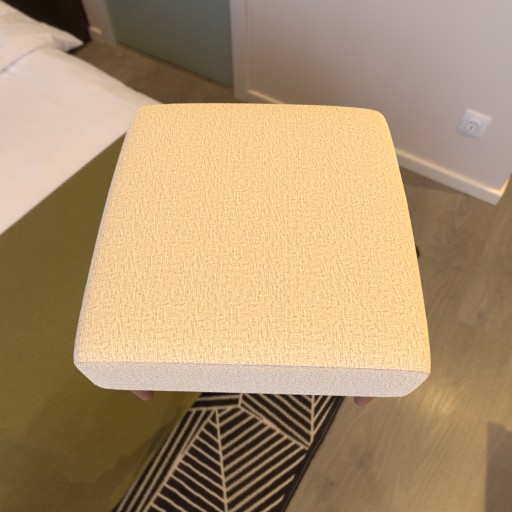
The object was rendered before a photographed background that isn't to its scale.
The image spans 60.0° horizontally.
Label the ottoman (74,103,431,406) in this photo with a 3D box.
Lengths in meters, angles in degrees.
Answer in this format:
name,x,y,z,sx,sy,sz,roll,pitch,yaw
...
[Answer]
name,x,y,z,sx,sy,sz,roll,pitch,yaw
ottoman,0.000,0.000,1.047,0.649,0.398,0.650,1,58,1
